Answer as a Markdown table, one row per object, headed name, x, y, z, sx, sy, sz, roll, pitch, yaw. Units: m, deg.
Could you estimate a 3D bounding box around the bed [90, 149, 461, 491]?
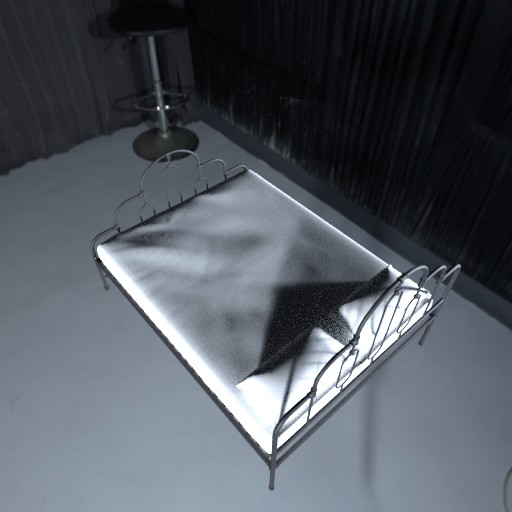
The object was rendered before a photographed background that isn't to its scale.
| name | x | y | z | sx | sy | sz | roll | pitch | yaw |
| --- | --- | --- | --- | --- | --- | --- | --- | --- | --- |
| bed | 0.000 | 0.000 | 3.171 | 1.640 | 1.429 | 2.163 | -32 | 55 | -27 |
